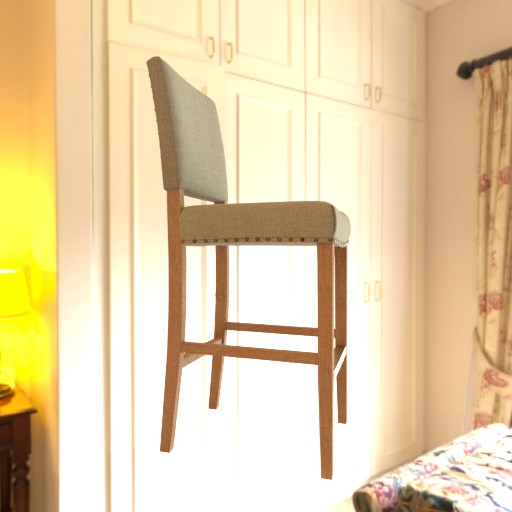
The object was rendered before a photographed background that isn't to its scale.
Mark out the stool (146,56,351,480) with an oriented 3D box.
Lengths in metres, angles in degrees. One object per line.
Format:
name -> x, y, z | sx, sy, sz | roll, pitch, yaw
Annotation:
stool -> 0.000, 0.000, 1.470 | 0.585, 1.203, 0.445 | 0, 1, 17
